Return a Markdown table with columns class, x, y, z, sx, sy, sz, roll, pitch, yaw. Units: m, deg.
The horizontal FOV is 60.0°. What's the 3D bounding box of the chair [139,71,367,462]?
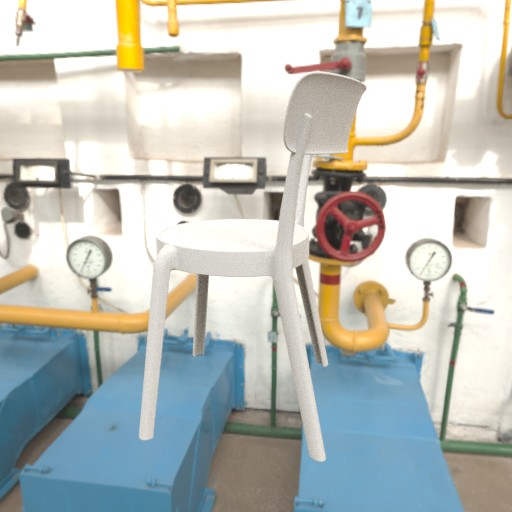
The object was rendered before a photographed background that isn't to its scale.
| class | x | y | z | sx | sy | sz | roll | pitch | yaw |
| --- | --- | --- | --- | --- | --- | --- | --- | --- | --- |
| chair | 0.000 | 0.000 | 1.110 | 0.491 | 0.790 | 0.506 | 2 | 15 | 9 |
